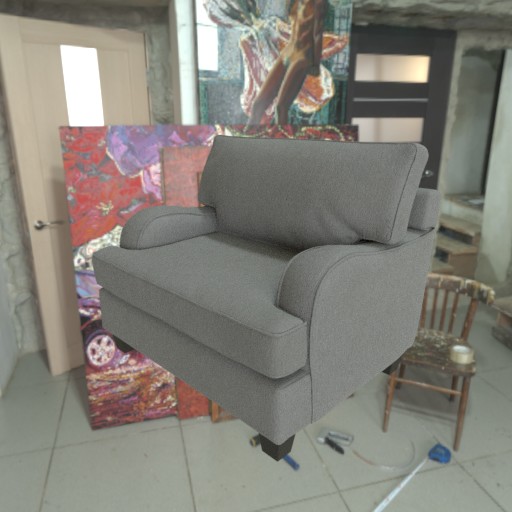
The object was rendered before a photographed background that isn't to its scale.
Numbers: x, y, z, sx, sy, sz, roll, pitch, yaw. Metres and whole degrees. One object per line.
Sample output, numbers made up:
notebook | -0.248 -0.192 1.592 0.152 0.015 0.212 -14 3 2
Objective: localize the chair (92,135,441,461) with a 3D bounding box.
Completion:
chair | 0.000 0.000 2.000 1.041 1.016 1.220 -17 24 -42
